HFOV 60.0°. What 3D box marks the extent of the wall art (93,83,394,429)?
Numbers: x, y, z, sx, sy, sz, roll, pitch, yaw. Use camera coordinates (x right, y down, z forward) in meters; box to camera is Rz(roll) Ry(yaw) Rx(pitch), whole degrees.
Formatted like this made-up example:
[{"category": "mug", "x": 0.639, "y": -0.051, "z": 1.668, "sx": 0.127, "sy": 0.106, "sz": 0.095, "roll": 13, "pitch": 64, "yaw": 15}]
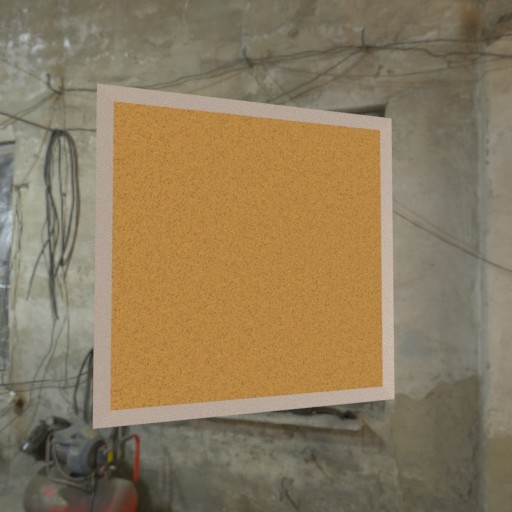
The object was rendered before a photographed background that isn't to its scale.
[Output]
[{"category": "wall art", "x": 0.000, "y": 0.000, "z": 1.891, "sx": 1.289, "sy": 1.291, "sz": 0.098, "roll": 1, "pitch": -2, "yaw": -17}]
